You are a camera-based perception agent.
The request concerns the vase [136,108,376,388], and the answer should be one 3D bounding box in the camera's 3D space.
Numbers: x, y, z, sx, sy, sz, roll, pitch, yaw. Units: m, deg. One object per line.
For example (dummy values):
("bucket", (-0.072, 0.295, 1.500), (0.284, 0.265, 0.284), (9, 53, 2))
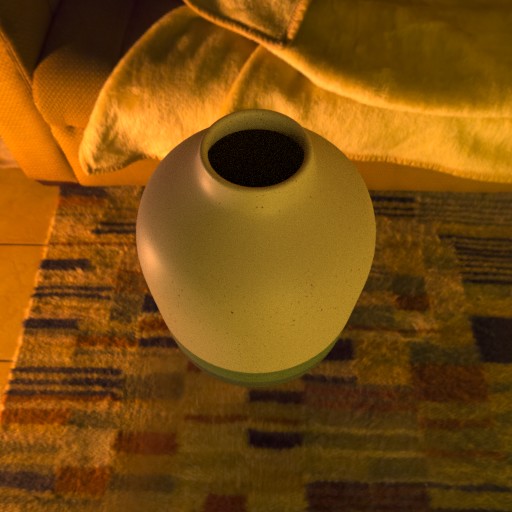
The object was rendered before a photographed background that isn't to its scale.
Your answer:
("vase", (0.000, 0.000, 0.350), (0.169, 0.240, 0.169), (0, 60, 0))
